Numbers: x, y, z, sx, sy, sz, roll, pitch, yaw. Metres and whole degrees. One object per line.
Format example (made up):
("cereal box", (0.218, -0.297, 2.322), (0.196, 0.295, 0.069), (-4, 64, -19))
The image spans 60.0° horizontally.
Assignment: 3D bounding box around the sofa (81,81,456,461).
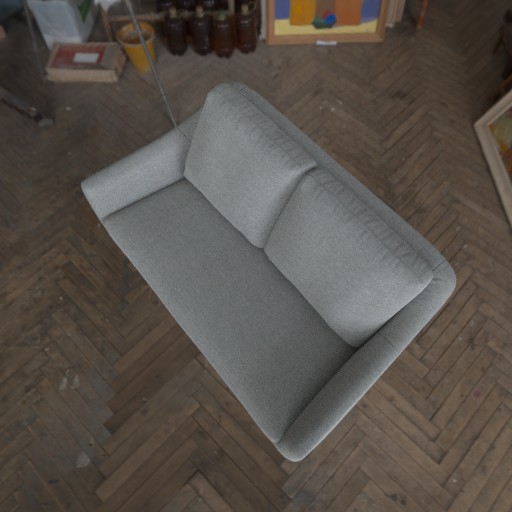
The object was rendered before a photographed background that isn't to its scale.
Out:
("sofa", (0.000, 0.000, 2.159), (0.960, 0.904, 1.619), (-36, 68, -17))
